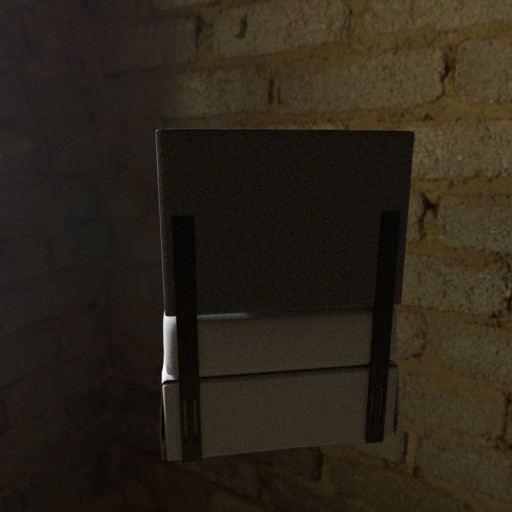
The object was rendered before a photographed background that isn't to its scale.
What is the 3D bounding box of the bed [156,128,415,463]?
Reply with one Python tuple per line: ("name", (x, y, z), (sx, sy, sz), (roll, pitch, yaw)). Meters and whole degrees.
("bed", (0.000, 0.000, 3.001), (1.261, 1.571, 1.997), (-2, 14, -9))
